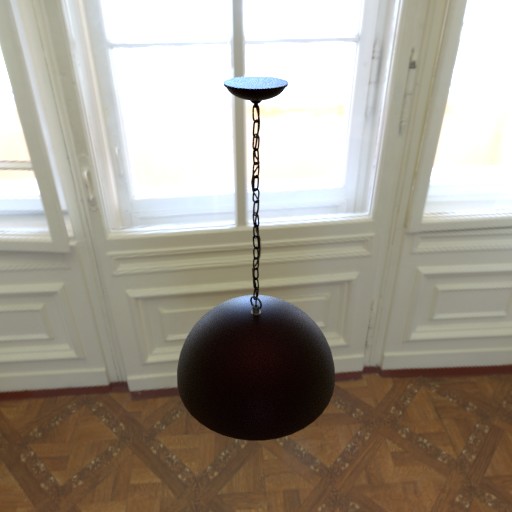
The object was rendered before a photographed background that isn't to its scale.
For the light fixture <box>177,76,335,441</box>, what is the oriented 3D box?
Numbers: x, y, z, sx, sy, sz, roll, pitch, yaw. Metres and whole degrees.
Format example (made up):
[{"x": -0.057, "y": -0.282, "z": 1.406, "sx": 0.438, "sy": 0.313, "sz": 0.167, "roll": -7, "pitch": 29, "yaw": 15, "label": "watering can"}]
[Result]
[{"x": 0.000, "y": 0.000, "z": 1.171, "sx": 0.492, "sy": 0.869, "sz": 0.492, "roll": 24, "pitch": 39, "yaw": 33, "label": "light fixture"}]
